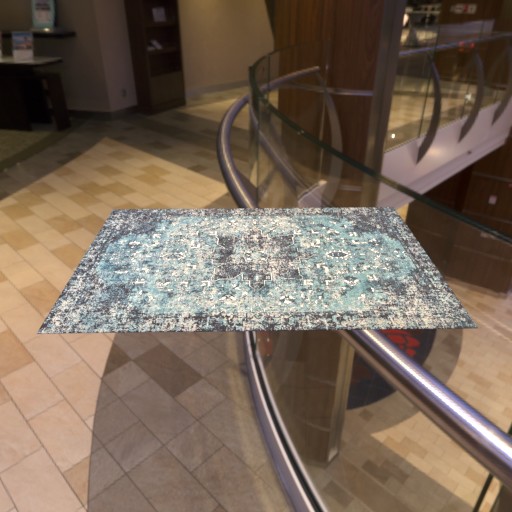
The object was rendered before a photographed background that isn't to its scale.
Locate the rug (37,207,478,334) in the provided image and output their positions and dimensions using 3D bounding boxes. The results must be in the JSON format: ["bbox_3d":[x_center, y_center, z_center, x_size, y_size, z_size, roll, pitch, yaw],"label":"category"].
[{"bbox_3d":[0.000,0.000,2.357,1.828,0.005,1.219,-1,31,-1],"label":"rug"}]
